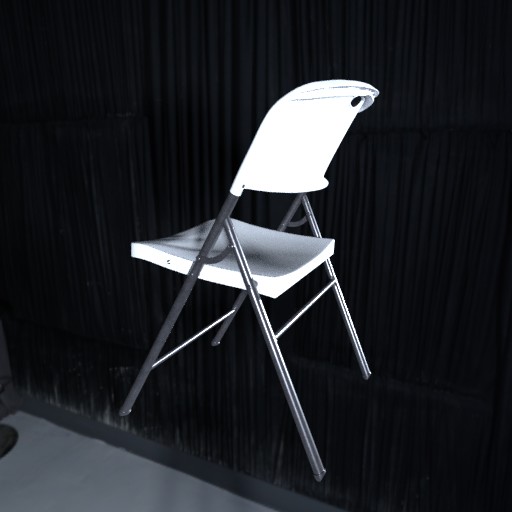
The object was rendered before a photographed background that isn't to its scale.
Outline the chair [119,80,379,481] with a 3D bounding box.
[{"bbox_3d":[0.000,0.000,1.155,0.566,0.810,0.494,7,16,25],"label":"chair"}]
